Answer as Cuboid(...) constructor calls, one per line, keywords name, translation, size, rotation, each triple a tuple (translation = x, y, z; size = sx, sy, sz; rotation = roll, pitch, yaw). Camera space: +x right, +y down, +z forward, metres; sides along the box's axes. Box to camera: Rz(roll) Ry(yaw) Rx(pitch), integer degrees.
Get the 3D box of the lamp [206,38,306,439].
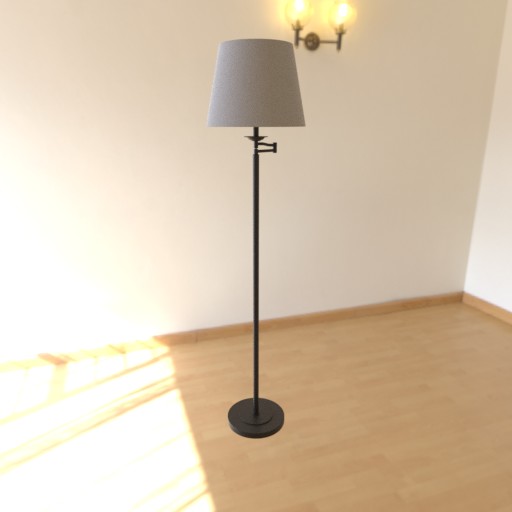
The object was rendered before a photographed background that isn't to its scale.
Cuboid(name="lamp", translation=(0.000, 0.000, 1.696), size=(0.348, 1.473, 0.348), rotation=(-16, 23, -42))
